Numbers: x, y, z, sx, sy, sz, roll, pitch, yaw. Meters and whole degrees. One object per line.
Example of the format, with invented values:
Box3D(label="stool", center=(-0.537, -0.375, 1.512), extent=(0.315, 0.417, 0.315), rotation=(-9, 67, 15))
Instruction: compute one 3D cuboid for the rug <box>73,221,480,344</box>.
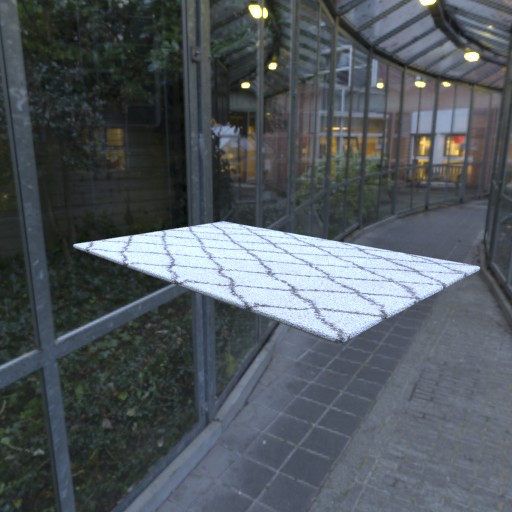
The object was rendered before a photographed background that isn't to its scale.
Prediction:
Box3D(label="rug", center=(0.000, 0.000, 3.071), extent=(2.438, 0.030, 1.524), rotation=(13, 19, 43))
